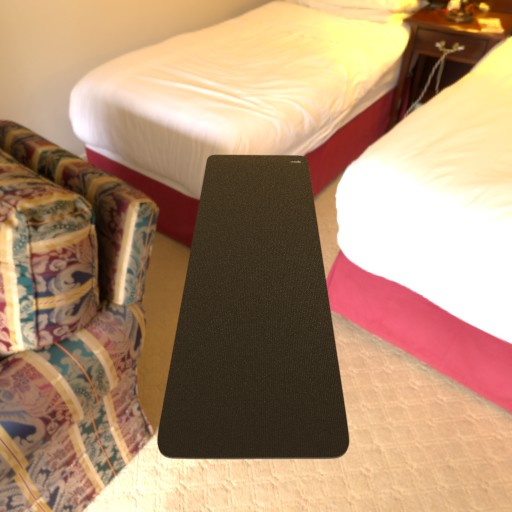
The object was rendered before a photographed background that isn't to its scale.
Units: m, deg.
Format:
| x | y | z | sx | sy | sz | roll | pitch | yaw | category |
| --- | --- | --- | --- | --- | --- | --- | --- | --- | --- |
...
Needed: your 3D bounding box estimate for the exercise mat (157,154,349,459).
| x | y | z | sx | sy | sz | roll | pitch | yaw | category |
| --- | --- | --- | --- | --- | --- | --- | --- | --- | --- |
| 0.000 | 0.000 | 2.065 | 0.616 | 0.021 | 1.869 | 0 | 42 | 0 | exercise mat |
